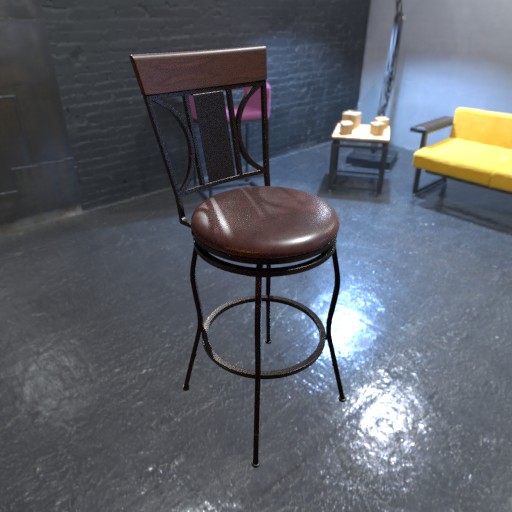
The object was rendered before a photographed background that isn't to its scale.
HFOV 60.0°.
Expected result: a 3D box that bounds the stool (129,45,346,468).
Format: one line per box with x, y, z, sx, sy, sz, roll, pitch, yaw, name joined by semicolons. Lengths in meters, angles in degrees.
0.000;0.000;1.371;0.448;1.130;0.513;-22;37;-34;stool
